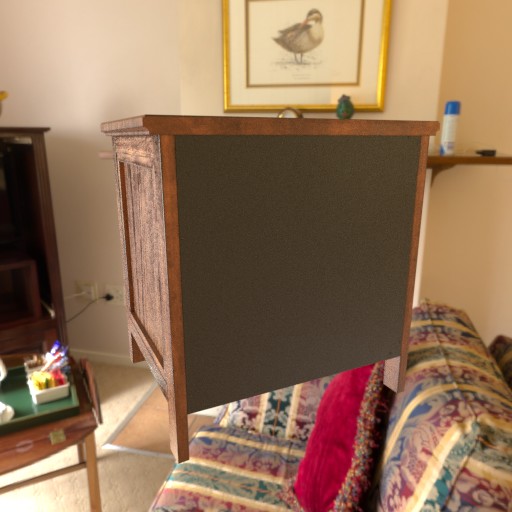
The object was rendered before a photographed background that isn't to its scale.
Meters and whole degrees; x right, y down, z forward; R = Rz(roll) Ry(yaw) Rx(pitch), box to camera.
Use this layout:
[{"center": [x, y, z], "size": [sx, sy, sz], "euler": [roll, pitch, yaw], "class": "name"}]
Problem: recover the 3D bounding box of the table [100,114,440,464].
[{"center": [0.000, 0.000, 1.027], "size": [0.586, 0.597, 0.461], "euler": [-7, 16, -25], "class": "table"}]
